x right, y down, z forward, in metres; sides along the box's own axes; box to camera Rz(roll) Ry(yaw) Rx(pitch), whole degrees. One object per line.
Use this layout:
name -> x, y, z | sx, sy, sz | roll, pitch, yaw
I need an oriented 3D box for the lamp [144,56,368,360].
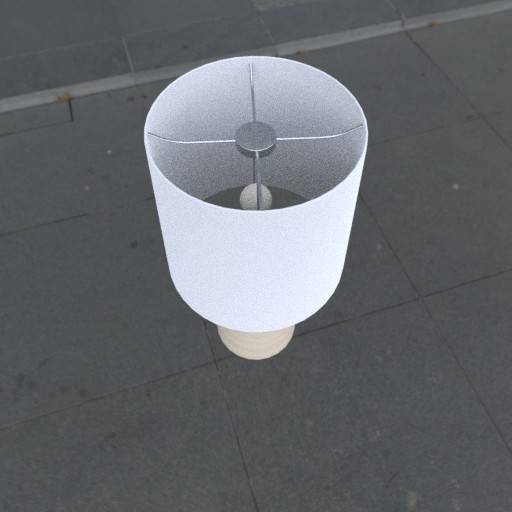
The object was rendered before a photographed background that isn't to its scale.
lamp -> 0.000, 0.000, 0.483 | 0.186, 0.369, 0.186 | 0, 58, 0
